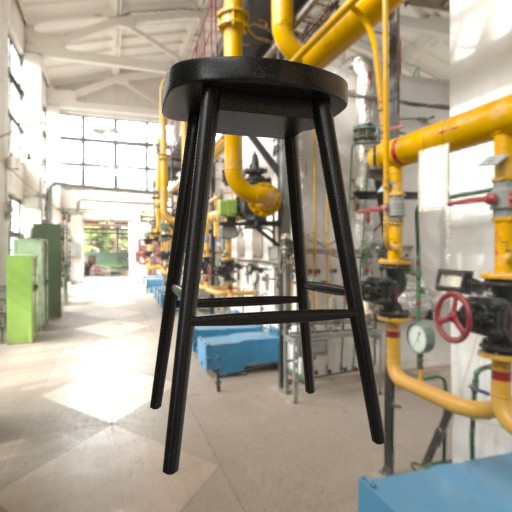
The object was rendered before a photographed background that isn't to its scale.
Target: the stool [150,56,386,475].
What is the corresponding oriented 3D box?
[{"bbox_3d":[0.000,0.000,0.987,0.440,0.749,0.361,0,0,-17],"label":"stool"}]
